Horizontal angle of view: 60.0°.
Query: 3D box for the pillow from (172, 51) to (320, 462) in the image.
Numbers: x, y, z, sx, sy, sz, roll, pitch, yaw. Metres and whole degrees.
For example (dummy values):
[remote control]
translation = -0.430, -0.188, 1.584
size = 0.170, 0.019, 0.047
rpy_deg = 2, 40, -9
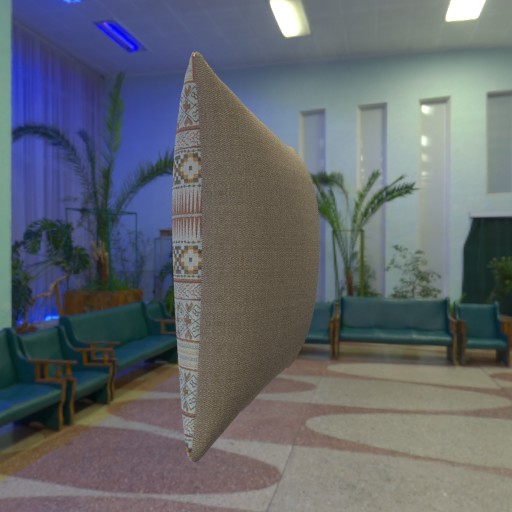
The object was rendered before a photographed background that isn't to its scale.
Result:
[pillow]
translation = 0.000, 0.000, 0.798
size = 0.215, 0.519, 0.521
rpy_deg = 0, 0, 18
